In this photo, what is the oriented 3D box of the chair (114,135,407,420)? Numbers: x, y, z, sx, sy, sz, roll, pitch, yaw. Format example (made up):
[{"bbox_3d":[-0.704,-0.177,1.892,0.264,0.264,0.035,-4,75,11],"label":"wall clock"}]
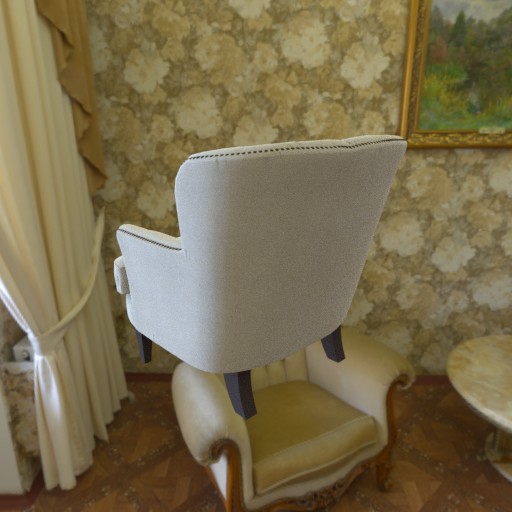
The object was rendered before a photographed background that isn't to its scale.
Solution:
[{"bbox_3d":[0.000,0.000,1.606,0.848,0.868,0.906,-16,24,-41],"label":"chair"}]
